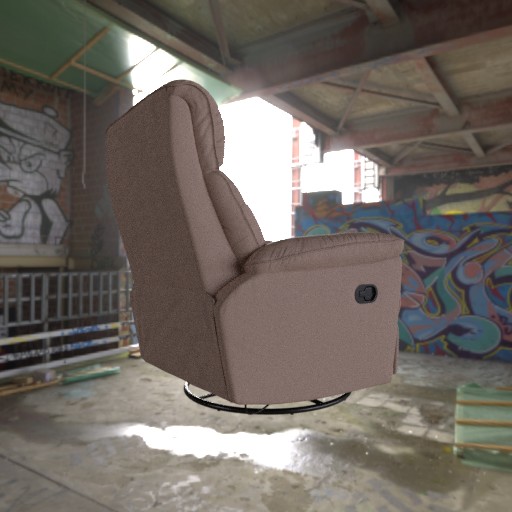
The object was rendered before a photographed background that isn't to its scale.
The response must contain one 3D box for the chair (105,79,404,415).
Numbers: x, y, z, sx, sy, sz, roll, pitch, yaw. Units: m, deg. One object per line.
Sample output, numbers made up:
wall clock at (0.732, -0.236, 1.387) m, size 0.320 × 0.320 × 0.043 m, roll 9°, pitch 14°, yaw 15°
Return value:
chair at (0.000, 0.000, 1.721) m, size 1.004 × 1.037 × 0.820 m, roll 0°, pitch -1°, yaw -36°
